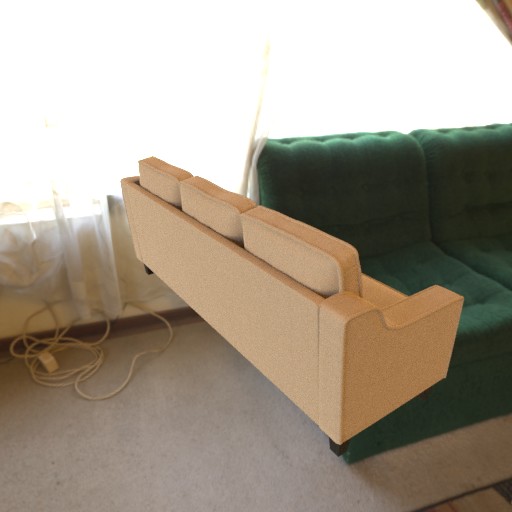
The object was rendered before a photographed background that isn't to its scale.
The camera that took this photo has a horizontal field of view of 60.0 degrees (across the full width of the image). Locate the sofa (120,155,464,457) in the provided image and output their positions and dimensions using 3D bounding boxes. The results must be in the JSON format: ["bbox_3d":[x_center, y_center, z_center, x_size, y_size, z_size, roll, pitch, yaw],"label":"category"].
[{"bbox_3d":[0.000,0.000,2.565,0.791,0.902,2.131,-17,30,-31],"label":"sofa"}]
